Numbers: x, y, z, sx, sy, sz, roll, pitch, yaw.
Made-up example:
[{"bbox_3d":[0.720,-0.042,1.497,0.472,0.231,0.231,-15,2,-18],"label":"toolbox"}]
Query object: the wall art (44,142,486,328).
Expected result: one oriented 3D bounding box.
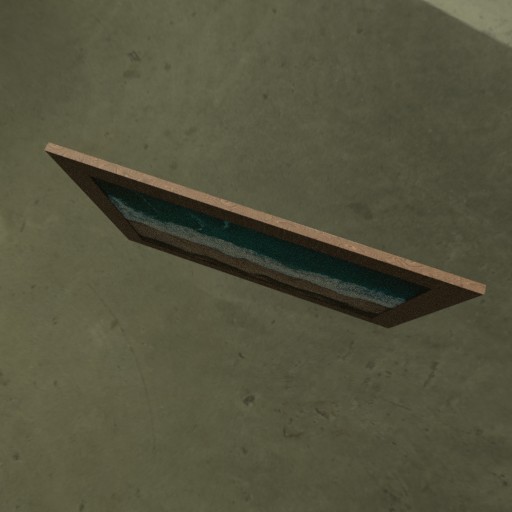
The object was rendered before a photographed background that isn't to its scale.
[{"bbox_3d":[0.000,0.000,1.179,0.917,0.626,0.019,19,76,5],"label":"wall art"}]
